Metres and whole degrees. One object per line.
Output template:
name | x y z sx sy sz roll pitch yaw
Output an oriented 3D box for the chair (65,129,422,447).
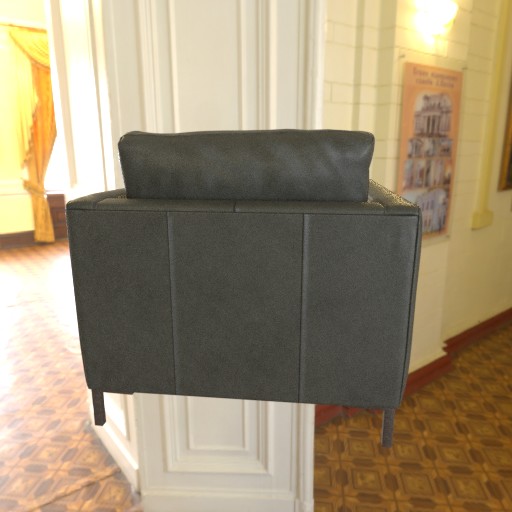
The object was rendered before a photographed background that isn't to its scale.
chair | 0.000 0.000 1.463 0.967 0.824 0.861 2 14 6
